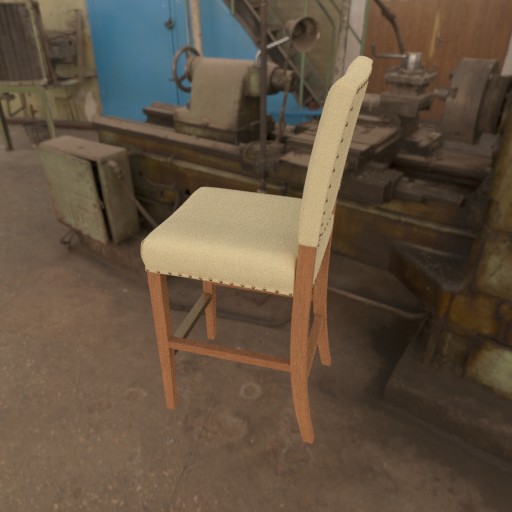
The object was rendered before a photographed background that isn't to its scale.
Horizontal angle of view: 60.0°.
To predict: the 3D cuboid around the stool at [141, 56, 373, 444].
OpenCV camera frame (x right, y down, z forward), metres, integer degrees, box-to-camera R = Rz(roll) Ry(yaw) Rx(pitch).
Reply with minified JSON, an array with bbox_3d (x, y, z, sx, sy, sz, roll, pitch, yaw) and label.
[{"bbox_3d":[0.000,0.000,1.447,0.584,1.168,0.445,9,32,14],"label":"stool"}]
